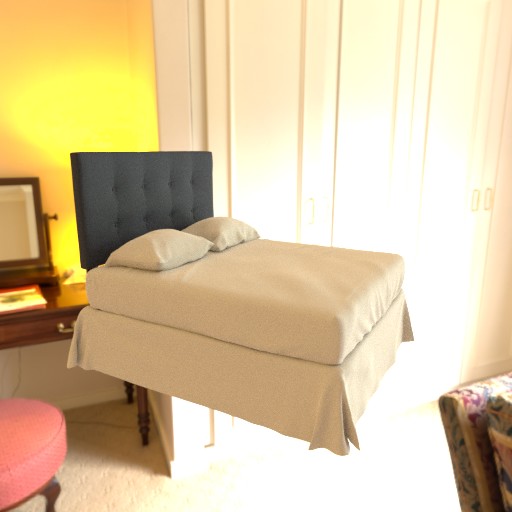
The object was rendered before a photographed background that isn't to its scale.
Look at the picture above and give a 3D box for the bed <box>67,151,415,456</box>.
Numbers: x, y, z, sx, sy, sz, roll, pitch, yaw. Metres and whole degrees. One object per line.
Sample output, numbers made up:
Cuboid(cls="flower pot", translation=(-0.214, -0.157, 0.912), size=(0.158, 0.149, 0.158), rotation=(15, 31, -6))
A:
Cuboid(cls="bed", translation=(0.000, 0.000, 3.430), size=(2.222, 1.577, 1.936), rotation=(7, 15, 28))
